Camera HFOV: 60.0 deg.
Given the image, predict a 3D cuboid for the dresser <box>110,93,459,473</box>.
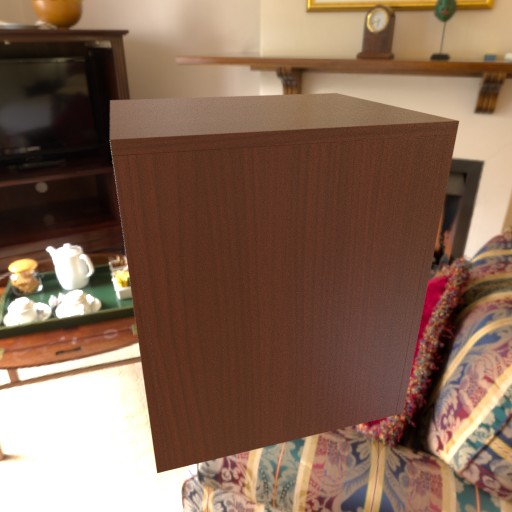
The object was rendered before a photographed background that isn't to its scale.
[{"bbox_3d":[0.000,0.000,0.735,0.400,0.470,0.360,-7,27,-15],"label":"dresser"}]
